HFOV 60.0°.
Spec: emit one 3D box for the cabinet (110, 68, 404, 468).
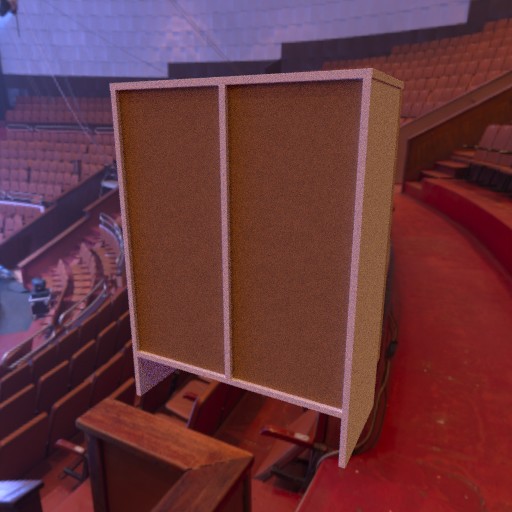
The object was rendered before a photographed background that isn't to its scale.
[{"bbox_3d":[0.000,0.000,1.118,0.600,0.815,0.296,8,18,27],"label":"cabinet"}]
